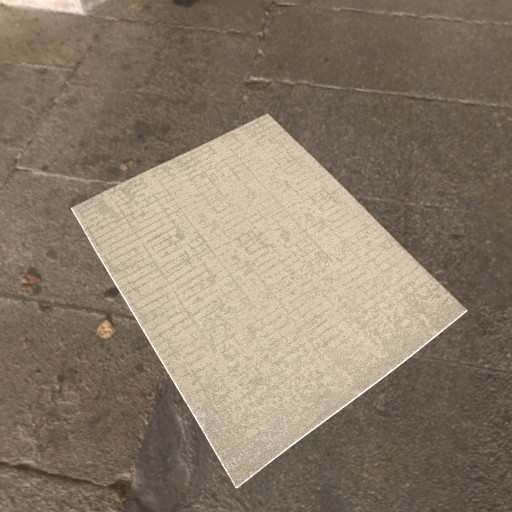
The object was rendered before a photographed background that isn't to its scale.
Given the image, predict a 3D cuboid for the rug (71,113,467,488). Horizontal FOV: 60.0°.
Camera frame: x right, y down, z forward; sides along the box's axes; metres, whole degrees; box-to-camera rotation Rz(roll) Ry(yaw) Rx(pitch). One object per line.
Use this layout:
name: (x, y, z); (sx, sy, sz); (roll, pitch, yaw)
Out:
rug: (0.000, 0.000, 4.182); (2.447, 0.014, 3.061); (-30, 64, -17)
